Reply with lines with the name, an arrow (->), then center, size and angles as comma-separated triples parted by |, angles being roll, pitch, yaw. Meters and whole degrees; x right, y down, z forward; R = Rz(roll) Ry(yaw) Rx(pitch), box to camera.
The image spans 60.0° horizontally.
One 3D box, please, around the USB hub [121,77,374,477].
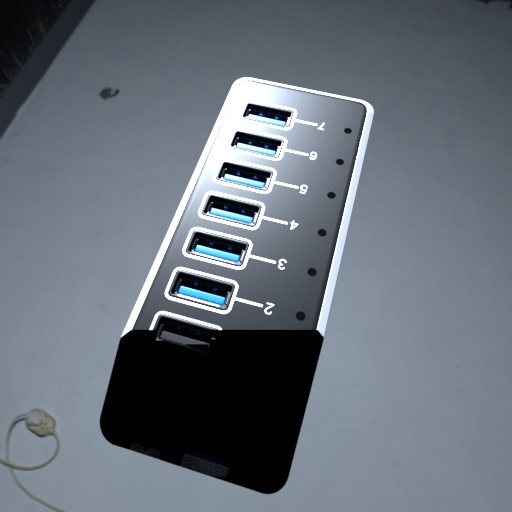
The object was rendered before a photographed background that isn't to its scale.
USB hub -> 0.000, 0.000, 0.122 | 0.044, 0.023, 0.110 | 14, 63, 7
